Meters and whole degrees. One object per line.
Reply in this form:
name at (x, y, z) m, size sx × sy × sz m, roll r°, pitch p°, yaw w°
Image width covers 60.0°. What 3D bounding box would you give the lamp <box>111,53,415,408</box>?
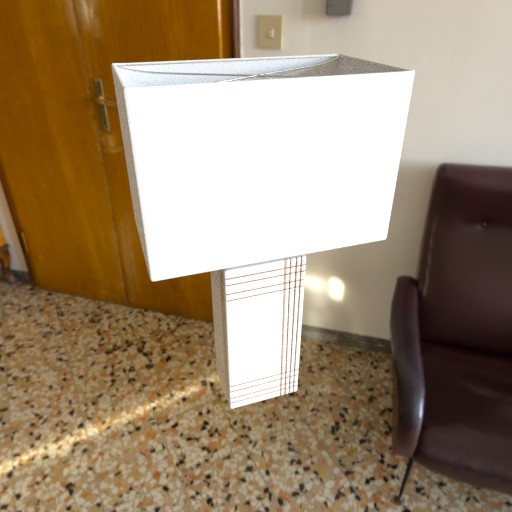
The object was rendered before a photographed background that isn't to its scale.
lamp at (0.000, 0.000, 0.684) m, size 0.334 × 0.543 × 0.182 m, roll -10°, pitch 32°, yaw -16°
